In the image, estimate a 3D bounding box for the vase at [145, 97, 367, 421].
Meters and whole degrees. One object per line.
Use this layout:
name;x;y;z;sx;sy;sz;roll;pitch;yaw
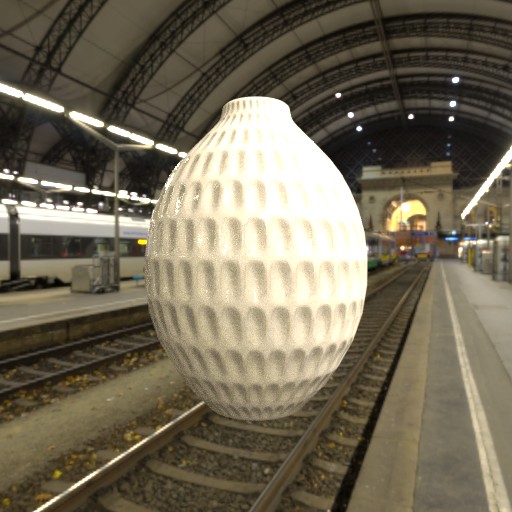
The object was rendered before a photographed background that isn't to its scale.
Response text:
vase;0.000;0.000;0.332;0.162;0.223;0.162;0;1;0
